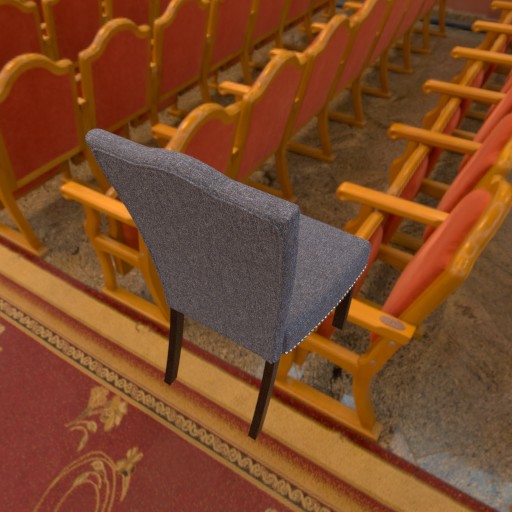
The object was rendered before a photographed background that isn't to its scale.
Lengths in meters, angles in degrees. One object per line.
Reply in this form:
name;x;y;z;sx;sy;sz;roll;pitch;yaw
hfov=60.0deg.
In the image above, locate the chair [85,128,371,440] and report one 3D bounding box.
chair;0.000;0.000;1.295;0.518;0.946;0.589;24;50;22
